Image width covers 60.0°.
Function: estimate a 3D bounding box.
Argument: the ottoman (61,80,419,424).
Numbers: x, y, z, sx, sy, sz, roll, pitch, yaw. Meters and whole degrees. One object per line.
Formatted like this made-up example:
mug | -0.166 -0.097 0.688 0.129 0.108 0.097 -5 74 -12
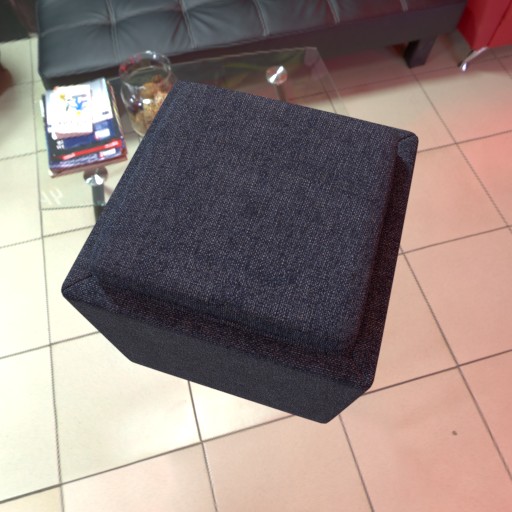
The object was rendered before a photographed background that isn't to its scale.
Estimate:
ottoman | 0.000 0.000 0.837 0.450 0.460 0.450 16 64 8
